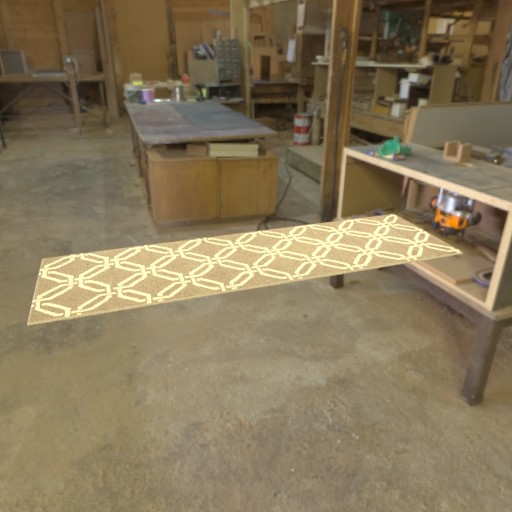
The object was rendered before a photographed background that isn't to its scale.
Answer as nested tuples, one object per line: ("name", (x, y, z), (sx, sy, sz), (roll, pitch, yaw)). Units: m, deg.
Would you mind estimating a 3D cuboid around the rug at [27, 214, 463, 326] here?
("rug", (0.000, 0.000, 2.497), (2.276, 0.014, 0.678), (-8, 27, -17))
